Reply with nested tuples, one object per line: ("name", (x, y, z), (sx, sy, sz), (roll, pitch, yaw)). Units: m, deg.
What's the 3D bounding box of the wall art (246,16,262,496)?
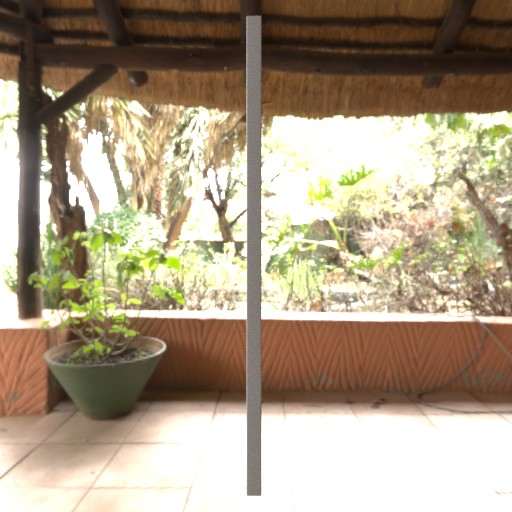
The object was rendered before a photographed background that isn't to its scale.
("wall art", (0.000, 0.000, 1.574), (0.038, 1.212, 0.914), (0, 0, 1))
